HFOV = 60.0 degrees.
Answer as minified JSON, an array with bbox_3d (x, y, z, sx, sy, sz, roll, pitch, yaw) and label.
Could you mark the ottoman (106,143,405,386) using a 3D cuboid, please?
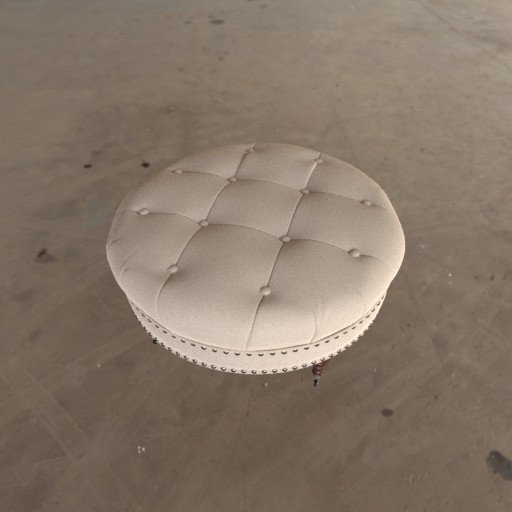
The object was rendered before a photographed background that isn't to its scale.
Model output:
[{"bbox_3d":[0.000,0.000,1.455,0.901,0.439,0.901,0,41,0],"label":"ottoman"}]
